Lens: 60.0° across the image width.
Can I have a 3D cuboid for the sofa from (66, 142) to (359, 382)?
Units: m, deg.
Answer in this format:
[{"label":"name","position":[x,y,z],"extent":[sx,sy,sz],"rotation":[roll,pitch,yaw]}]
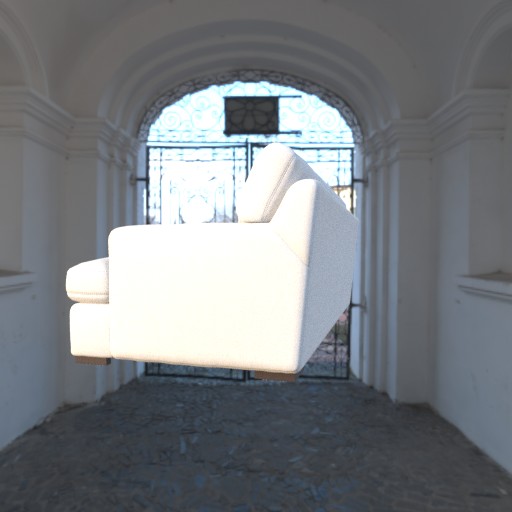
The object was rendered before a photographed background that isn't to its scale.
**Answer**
[{"label":"sofa","position":[0.000,0.000,2.823],"extent":[1.143,0.940,2.261],"rotation":[0,1,17]}]
